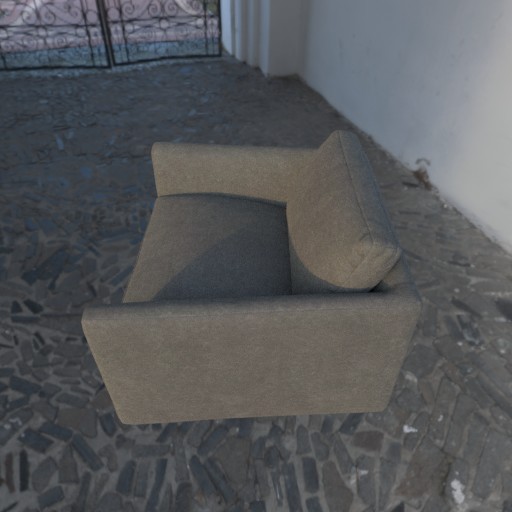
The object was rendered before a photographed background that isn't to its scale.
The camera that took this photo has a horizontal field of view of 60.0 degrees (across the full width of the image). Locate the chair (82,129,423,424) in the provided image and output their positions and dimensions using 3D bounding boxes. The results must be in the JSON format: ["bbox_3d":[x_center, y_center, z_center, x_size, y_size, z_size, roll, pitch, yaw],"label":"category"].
[{"bbox_3d":[0.000,0.000,1.924,1.091,0.845,1.190,0,40,1],"label":"chair"}]
